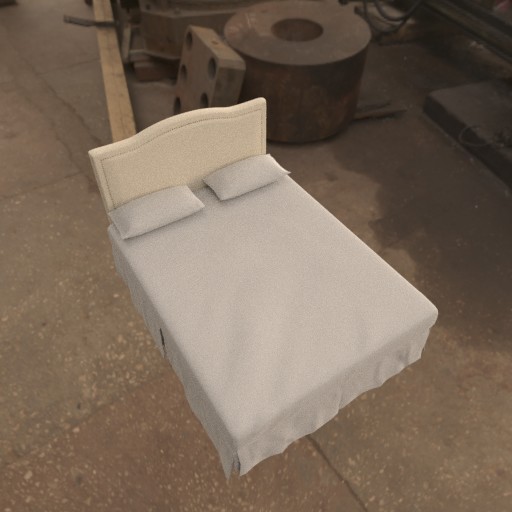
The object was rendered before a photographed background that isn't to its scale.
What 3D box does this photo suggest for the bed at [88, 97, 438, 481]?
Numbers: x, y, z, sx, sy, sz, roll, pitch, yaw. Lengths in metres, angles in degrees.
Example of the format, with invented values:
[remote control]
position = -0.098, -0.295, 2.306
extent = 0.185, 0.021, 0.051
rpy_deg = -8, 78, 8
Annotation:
[bed]
position = 0.000, 0.000, 3.676
extent = 1.977, 1.437, 2.477
rpy_deg = -25, 52, -22
